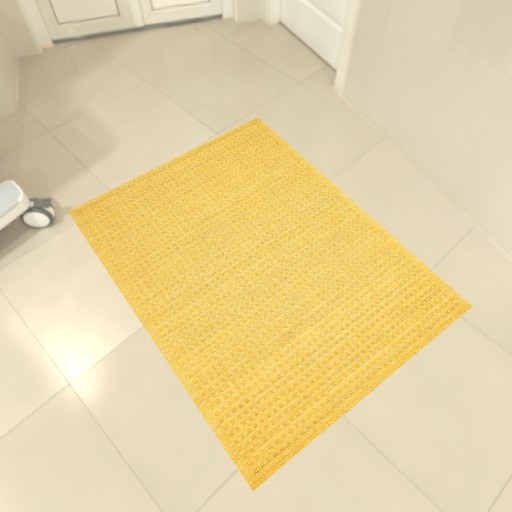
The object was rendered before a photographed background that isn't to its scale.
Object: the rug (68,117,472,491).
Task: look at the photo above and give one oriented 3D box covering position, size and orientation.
[{"bbox_3d":[0.000,0.000,4.333,2.486,0.015,3.242,-32,62,-19],"label":"rug"}]
